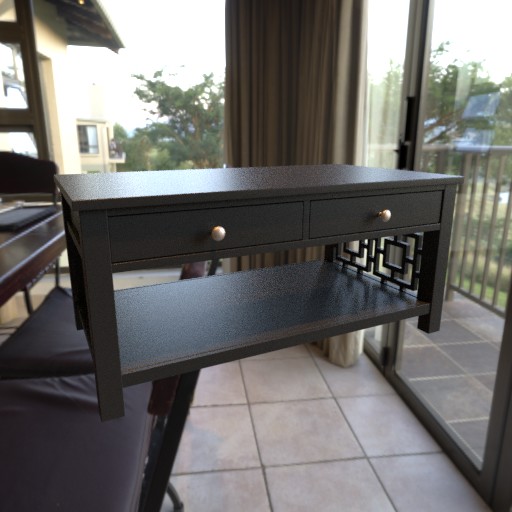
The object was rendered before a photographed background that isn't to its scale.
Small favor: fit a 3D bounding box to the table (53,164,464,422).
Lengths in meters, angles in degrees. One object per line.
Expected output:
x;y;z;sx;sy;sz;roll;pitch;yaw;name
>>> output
0.000;0.000;1.379;1.068;0.493;0.612;-8;17;-26;table
